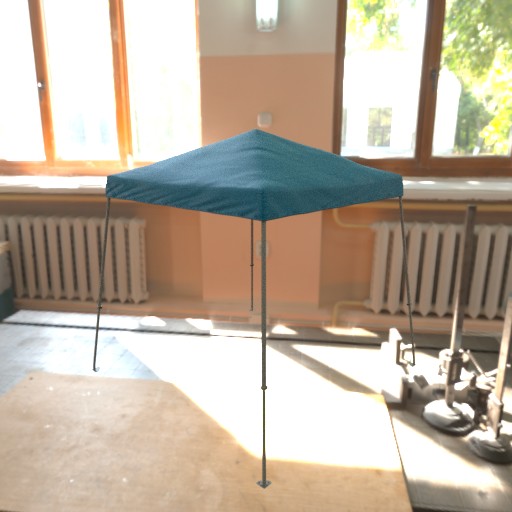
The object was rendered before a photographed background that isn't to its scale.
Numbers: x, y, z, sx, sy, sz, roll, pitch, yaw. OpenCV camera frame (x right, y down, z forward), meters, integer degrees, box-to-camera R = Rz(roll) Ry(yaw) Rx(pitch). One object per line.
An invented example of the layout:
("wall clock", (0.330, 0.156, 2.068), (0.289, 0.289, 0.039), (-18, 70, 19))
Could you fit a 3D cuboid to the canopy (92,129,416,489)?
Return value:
("canopy", (0.000, 0.000, 5.164), (2.849, 2.849, 2.848), (13, 19, 42))
